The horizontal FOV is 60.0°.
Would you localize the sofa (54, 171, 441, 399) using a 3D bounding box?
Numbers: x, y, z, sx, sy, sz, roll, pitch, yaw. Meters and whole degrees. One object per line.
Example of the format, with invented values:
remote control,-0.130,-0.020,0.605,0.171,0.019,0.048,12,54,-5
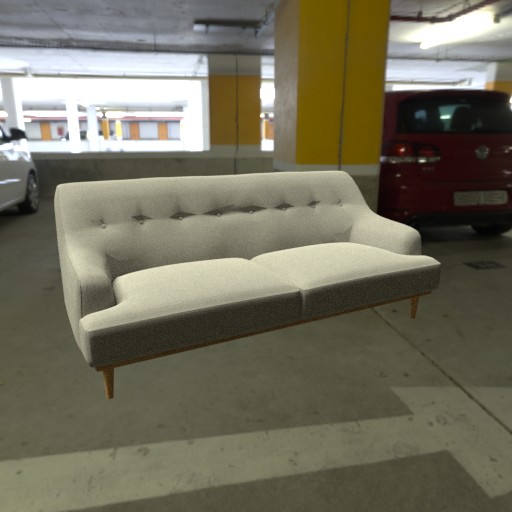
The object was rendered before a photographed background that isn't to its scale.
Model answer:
sofa,0.000,0.000,2.580,2.057,0.871,0.978,-8,17,-27
